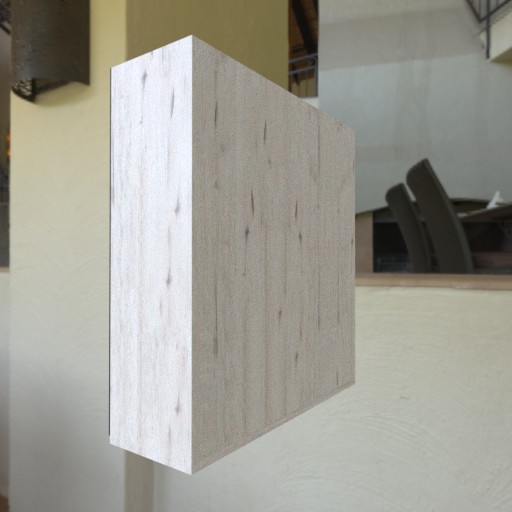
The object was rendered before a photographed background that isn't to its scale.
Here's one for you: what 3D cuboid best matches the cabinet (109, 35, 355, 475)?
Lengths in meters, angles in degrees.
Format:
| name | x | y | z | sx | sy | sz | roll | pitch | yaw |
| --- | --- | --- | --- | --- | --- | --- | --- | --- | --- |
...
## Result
| name | x | y | z | sx | sy | sz | roll | pitch | yaw |
| --- | --- | --- | --- | --- | --- | --- | --- | --- | --- |
| cabinet | 0.000 | 0.000 | 3.197 | 0.660 | 2.180 | 2.000 | 0 | -1 | 36 |
